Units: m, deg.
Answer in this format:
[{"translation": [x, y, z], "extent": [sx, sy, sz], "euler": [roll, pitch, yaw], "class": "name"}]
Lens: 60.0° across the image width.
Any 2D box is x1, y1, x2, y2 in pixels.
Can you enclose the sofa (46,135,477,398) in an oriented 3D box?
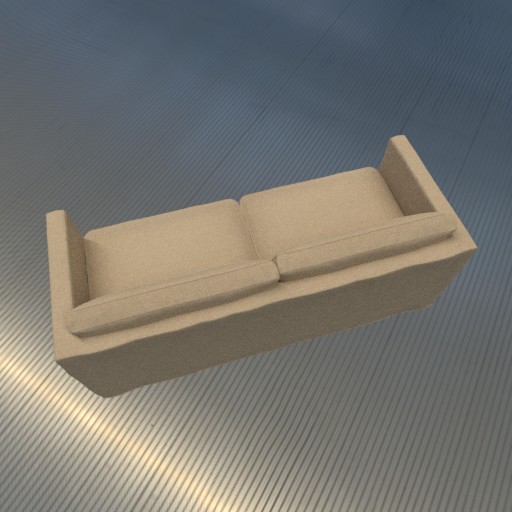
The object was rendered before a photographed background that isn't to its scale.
[{"translation": [0.000, 0.000, 2.747], "extent": [2.312, 0.853, 0.962], "euler": [-14, 60, -8], "class": "sofa"}]
